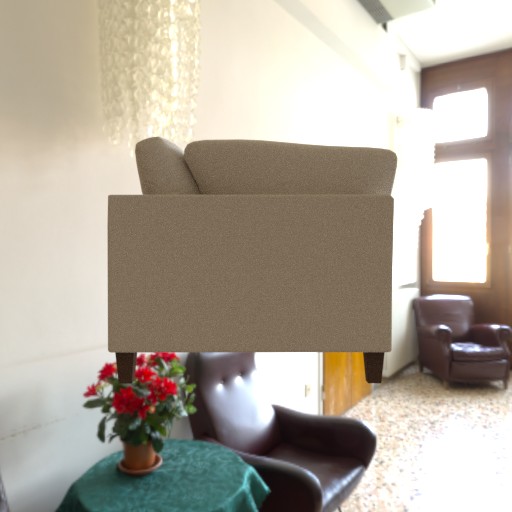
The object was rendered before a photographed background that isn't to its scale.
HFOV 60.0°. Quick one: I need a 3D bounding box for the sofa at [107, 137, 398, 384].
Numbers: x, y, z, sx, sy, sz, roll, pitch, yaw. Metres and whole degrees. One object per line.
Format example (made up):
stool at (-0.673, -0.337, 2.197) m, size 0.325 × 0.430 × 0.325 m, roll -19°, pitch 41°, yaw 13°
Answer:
sofa at (0.000, 0.000, 2.295) m, size 0.970 × 0.836 × 1.776 m, roll 0°, pitch 0°, yaw 0°
